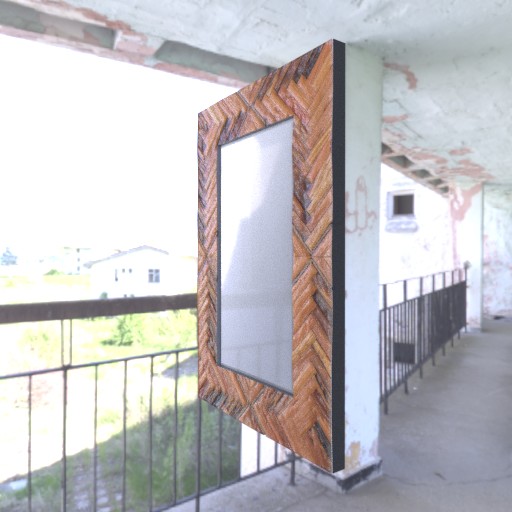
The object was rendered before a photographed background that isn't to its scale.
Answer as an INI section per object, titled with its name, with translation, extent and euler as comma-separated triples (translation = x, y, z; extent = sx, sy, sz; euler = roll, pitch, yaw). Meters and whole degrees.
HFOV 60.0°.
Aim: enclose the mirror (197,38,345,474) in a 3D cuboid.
[mirror]
translation = 0.000, 0.000, 1.186
extent = 0.044, 0.912, 0.606
euler = 0, 0, -35
